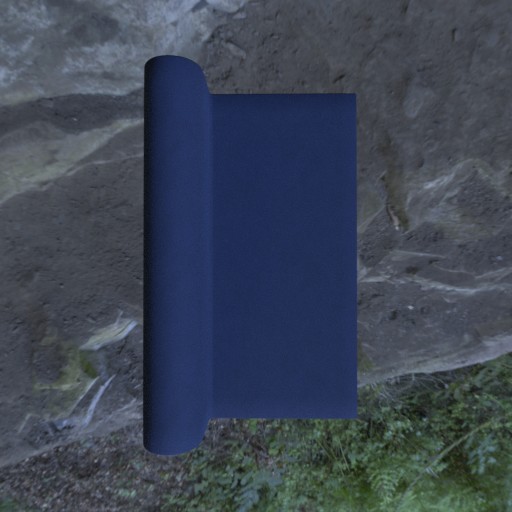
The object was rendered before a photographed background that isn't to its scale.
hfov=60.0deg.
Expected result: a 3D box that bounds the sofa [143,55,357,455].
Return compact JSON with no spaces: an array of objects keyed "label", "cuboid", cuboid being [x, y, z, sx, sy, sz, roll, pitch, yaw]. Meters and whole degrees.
[{"label":"sofa","cuboid":[0.000,0.000,1.653,0.762,0.660,1.219,0,89,1]}]
